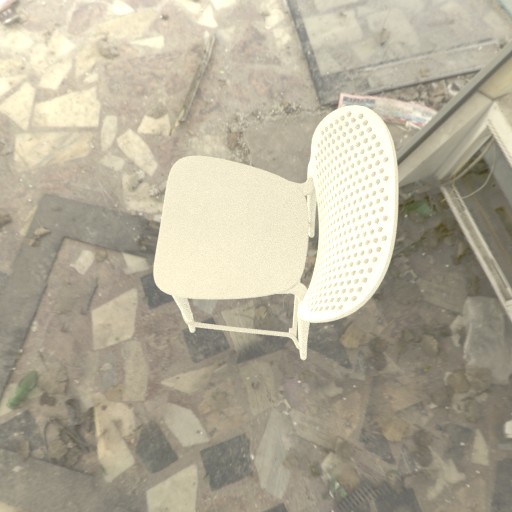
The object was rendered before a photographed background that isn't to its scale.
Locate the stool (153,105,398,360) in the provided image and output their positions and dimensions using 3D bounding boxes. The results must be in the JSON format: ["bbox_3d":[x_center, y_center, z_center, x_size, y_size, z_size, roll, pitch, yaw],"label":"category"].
[{"bbox_3d":[0.000,0.000,1.334,0.535,1.045,0.536,5,75,1],"label":"stool"}]
